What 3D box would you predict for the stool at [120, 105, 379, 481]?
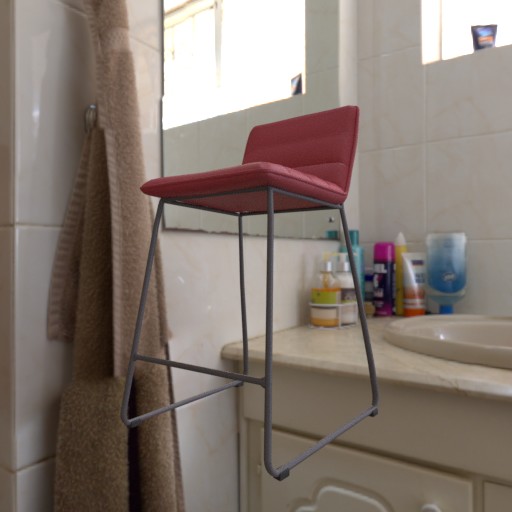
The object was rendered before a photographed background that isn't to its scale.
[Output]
[{"bbox_3d":[0.000,0.000,1.175,0.489,0.866,0.524,0,-1,36],"label":"stool"}]
